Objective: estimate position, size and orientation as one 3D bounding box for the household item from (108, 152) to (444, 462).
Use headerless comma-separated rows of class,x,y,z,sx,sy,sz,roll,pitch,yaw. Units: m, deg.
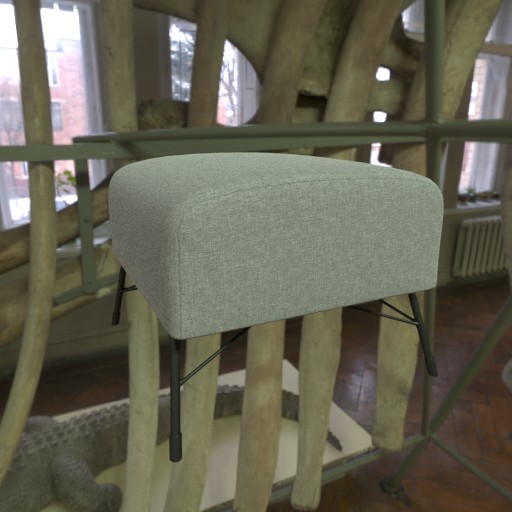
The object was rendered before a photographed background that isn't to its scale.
household item,0.000,0.000,0.913,0.530,0.410,0.530,-8,18,-25
